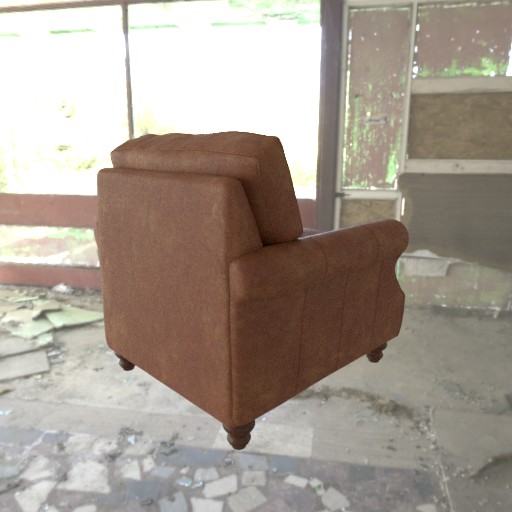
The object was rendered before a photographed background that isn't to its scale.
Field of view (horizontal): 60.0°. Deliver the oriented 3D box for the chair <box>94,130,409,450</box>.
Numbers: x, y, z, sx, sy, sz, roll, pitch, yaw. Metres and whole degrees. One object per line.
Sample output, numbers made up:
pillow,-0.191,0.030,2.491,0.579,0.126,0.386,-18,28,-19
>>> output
chair,0.000,0.000,1.798,0.986,0.962,0.983,-14,20,-43
